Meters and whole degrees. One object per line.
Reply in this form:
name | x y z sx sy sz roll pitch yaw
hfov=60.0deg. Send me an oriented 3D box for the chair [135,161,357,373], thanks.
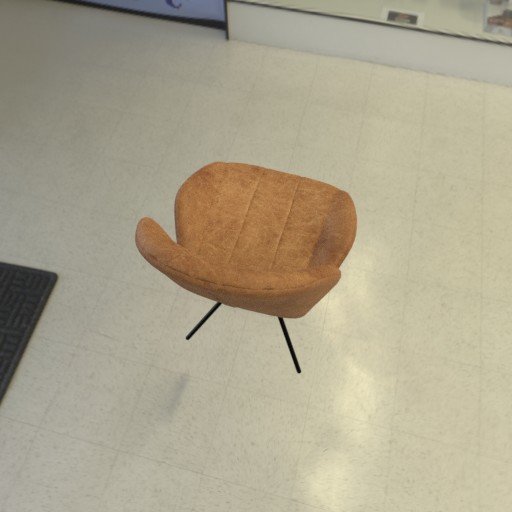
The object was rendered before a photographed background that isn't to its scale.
chair | 0.000 0.000 1.324 0.527 0.929 0.640 15 62 8
